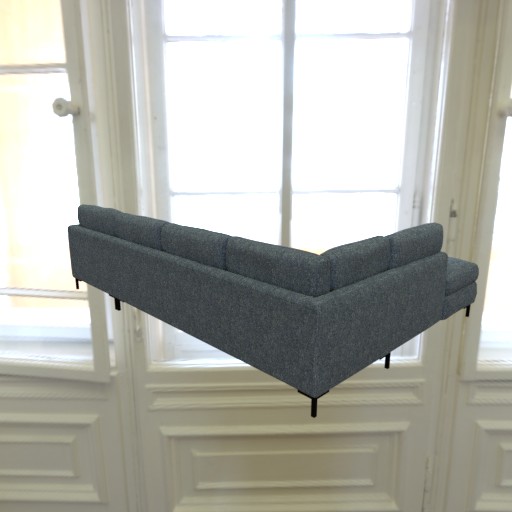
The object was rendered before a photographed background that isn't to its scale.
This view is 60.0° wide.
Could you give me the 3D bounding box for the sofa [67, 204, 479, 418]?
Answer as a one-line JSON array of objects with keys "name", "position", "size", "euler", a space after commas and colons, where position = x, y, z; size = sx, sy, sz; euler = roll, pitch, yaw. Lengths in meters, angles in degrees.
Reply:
[{"name": "sofa", "position": [0.000, 0.000, 3.504], "size": [1.879, 0.756, 2.737], "euler": [-13, 20, -43]}]
